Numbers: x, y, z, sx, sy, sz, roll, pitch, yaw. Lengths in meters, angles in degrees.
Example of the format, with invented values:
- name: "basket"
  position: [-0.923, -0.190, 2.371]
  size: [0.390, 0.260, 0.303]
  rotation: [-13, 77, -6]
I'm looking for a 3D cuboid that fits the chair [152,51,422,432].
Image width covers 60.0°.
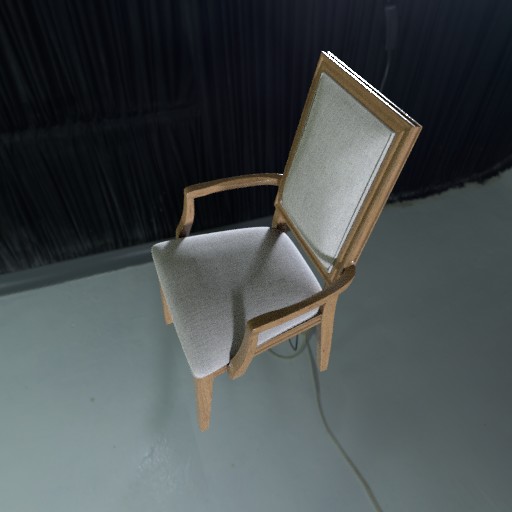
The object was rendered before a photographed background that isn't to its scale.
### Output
- name: "chair"
  position: [0.000, 0.000, 1.359]
  size: [0.602, 0.990, 0.606]
  rotation: [-16, 49, -15]
